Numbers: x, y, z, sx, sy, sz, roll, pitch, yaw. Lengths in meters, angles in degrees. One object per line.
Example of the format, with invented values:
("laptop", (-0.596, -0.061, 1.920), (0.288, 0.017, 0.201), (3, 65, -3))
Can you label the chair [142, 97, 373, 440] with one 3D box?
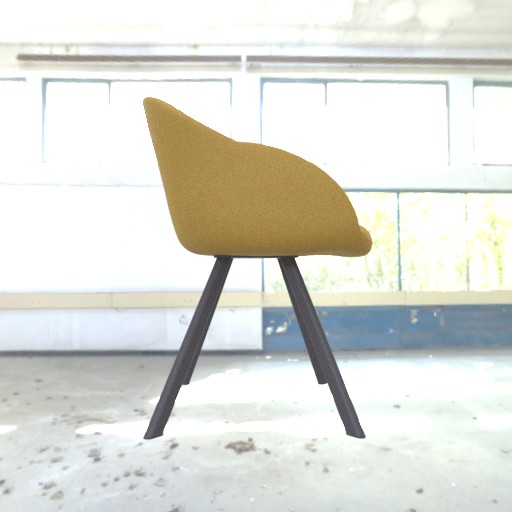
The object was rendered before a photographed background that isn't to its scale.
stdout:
("chair", (0.000, 0.000, 1.189), (0.583, 0.793, 0.551), (0, -1, -1))
